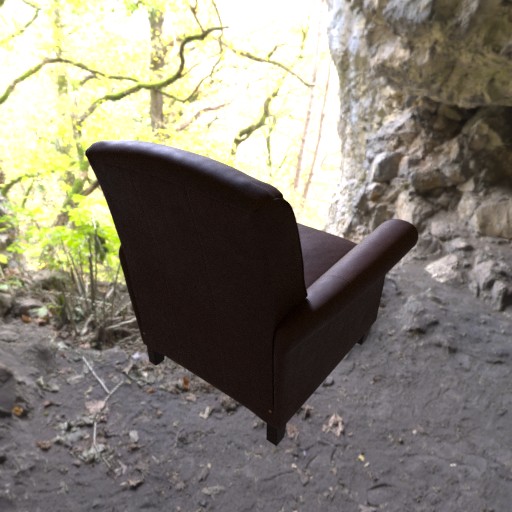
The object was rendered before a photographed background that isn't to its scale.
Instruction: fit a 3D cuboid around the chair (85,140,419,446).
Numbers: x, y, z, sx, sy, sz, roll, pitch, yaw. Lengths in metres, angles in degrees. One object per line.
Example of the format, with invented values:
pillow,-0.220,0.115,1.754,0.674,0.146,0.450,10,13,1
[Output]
chair,0.000,0.000,1.775,0.978,1.061,0.902,22,37,32
